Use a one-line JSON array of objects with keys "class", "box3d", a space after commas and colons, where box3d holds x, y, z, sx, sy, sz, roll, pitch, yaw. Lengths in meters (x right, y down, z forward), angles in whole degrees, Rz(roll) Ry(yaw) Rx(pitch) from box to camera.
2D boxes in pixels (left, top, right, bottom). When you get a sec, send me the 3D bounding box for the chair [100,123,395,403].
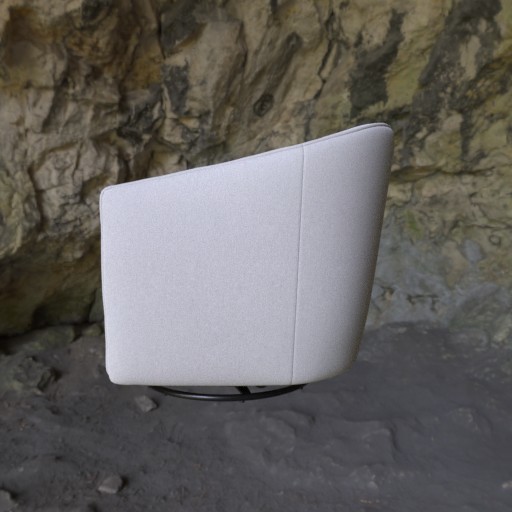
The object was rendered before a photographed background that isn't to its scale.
[{"class": "chair", "box3d": [0.000, 0.000, 1.494, 0.875, 0.799, 0.747, 0, 2, 1]}]
